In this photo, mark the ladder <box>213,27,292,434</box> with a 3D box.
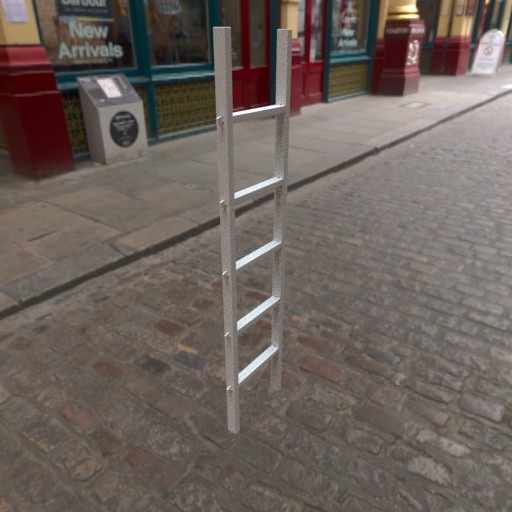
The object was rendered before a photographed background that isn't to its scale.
[{"bbox_3d":[0.000,0.000,1.967,0.051,1.797,0.452,18,31,32],"label":"ladder"}]
